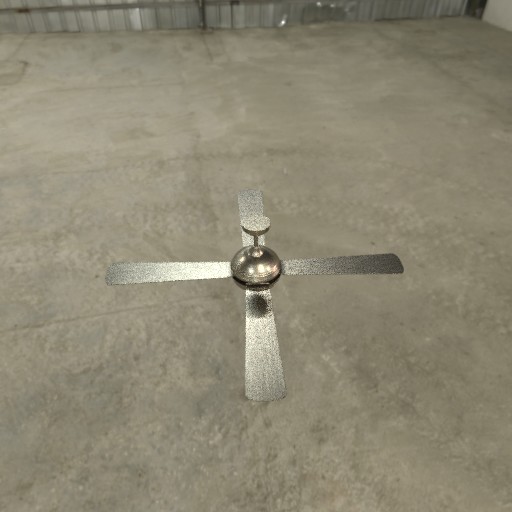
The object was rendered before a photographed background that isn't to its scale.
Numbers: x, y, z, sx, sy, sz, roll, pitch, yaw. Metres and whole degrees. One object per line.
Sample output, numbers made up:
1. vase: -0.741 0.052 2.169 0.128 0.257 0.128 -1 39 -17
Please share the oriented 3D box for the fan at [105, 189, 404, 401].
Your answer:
1. fan: 0.000 0.000 2.024 1.321 0.381 1.321 12 42 13
